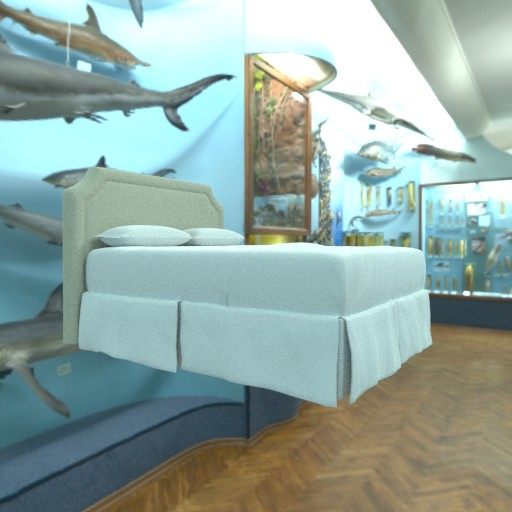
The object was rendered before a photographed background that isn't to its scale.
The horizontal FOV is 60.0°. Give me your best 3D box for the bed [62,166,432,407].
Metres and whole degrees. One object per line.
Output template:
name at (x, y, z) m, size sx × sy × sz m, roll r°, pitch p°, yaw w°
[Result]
bed at (0.000, 0.000, 3.162) m, size 2.116 × 1.290 × 1.693 m, roll 1°, pitch 2°, yaw 34°
